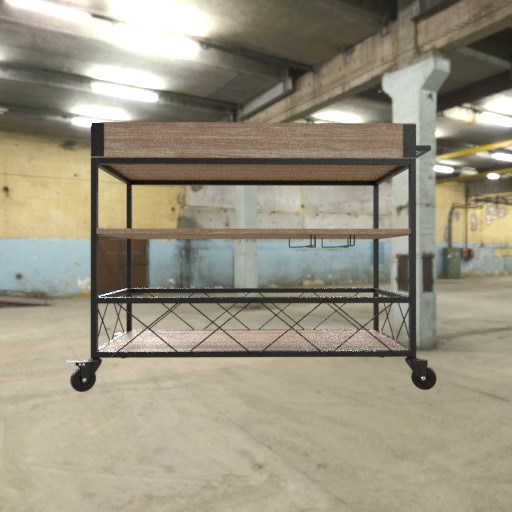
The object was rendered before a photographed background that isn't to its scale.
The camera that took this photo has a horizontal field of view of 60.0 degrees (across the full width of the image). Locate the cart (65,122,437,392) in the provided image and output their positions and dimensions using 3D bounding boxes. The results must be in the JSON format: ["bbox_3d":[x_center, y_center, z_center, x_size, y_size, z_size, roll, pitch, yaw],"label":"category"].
[{"bbox_3d":[0.000,0.000,1.508,1.101,0.787,0.500,0,0,-1],"label":"cart"}]
